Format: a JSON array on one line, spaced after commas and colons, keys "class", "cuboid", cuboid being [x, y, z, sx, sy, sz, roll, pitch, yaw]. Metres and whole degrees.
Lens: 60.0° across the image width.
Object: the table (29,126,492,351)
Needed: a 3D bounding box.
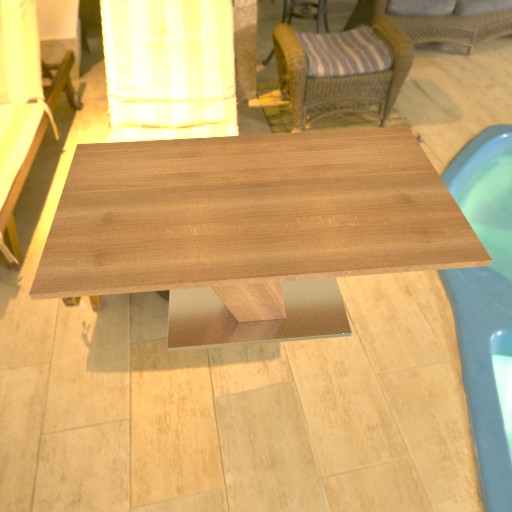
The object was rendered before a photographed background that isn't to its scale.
[{"class": "table", "cuboid": [0.000, 0.000, 2.101, 1.600, 0.750, 0.900, -4, 47, -4]}]
